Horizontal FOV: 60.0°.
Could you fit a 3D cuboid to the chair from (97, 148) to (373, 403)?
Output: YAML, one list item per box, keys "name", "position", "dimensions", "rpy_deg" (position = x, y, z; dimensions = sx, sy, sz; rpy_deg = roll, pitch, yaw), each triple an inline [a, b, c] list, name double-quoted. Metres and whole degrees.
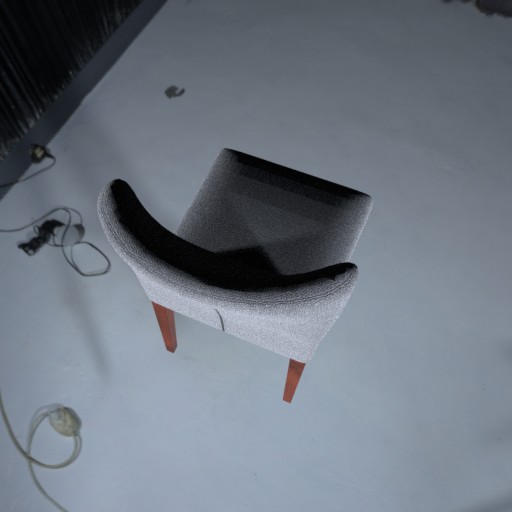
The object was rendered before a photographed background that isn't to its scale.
- name: "chair"
  position: [0.000, 0.000, 1.169]
  dimensions: [0.491, 0.839, 0.589]
  rpy_deg: [20, 65, 10]
